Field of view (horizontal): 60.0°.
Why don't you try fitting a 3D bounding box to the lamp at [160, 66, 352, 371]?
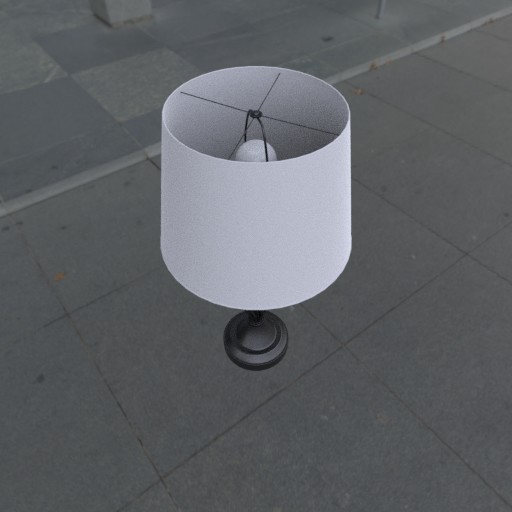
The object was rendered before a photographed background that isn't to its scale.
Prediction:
[{"bbox_3d":[0.000,0.000,0.819,0.331,0.594,0.331,0,47,0],"label":"lamp"}]
